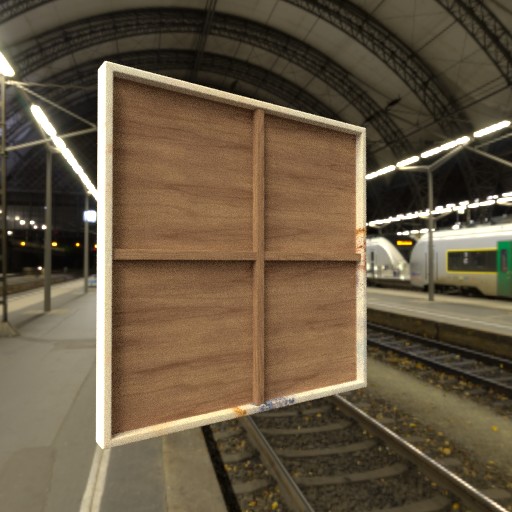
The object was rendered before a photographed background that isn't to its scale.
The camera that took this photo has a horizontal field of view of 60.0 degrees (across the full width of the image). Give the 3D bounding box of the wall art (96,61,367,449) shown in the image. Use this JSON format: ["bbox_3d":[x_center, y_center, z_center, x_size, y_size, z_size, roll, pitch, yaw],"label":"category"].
[{"bbox_3d":[0.000,0.000,1.540,1.061,1.061,0.071,1,-1,-35],"label":"wall art"}]
